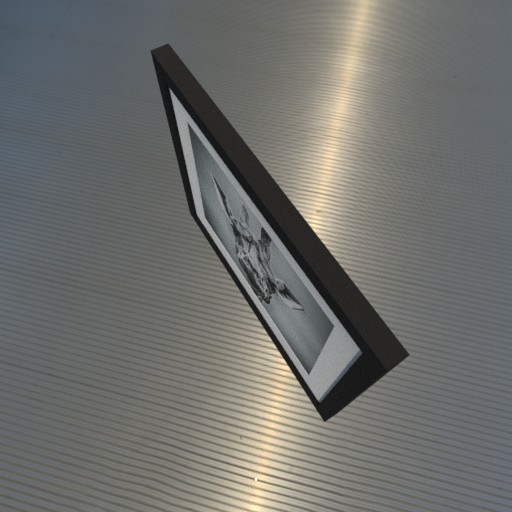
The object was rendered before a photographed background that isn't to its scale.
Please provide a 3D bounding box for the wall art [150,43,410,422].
[{"bbox_3d":[0.000,0.000,0.766,0.031,0.457,0.558,-29,67,-14],"label":"wall art"}]
